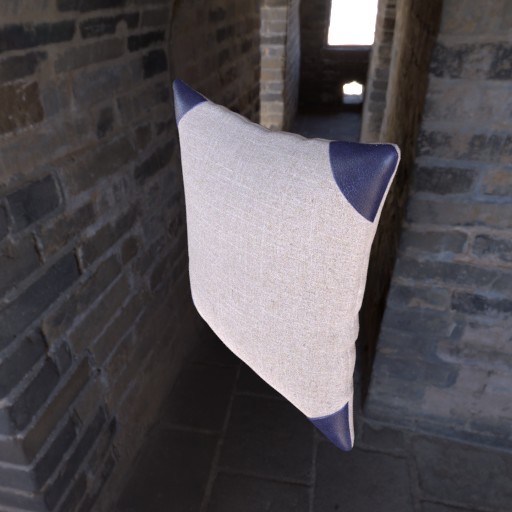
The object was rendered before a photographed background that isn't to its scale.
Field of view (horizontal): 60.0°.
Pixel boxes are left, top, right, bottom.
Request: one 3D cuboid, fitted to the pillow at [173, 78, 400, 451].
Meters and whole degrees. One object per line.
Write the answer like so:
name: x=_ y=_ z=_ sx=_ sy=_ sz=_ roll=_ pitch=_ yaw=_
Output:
pillow: x=0.000 y=0.000 z=0.664 sx=0.147 sy=0.441 sz=0.440 roll=-22 pitch=38 yaw=-31
